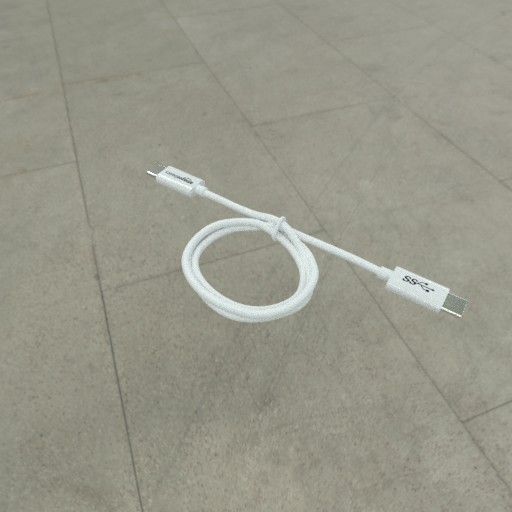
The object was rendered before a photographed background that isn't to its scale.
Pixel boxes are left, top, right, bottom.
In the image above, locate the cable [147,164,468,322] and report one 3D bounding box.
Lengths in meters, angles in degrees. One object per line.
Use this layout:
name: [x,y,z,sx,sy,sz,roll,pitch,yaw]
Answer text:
cable: [0.000,0.000,0.214,0.186,0.014,0.070,26,52,22]
